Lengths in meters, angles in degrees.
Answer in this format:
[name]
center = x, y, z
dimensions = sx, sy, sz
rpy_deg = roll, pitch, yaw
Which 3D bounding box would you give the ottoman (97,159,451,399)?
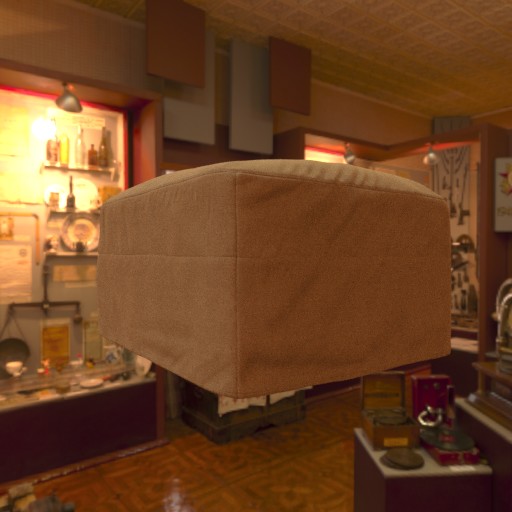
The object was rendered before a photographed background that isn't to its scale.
[ottoman]
center = 0.000, 0.000, 1.246
dimensions = 0.683, 0.481, 0.837
rpy_deg = -1, 1, -36
